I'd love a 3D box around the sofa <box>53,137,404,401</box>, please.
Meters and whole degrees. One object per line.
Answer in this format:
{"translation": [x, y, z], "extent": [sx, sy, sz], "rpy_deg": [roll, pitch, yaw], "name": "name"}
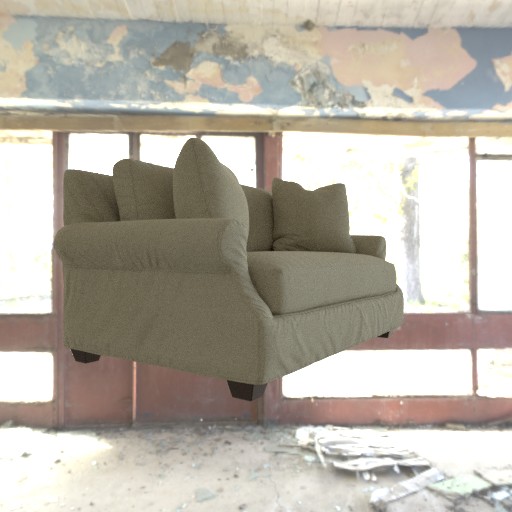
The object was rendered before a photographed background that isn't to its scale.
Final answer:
{"translation": [0.000, 0.000, 2.190], "extent": [1.070, 0.905, 1.550], "rpy_deg": [0, 0, 35], "name": "sofa"}
